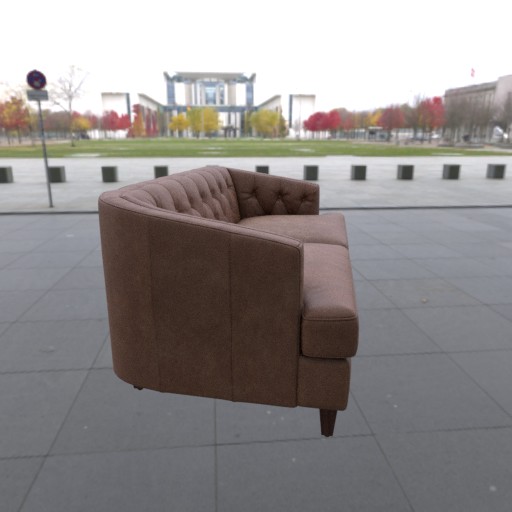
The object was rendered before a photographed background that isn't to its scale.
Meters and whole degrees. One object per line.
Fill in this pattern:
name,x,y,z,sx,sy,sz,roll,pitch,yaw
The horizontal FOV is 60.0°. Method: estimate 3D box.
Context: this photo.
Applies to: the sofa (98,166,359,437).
sofa,0.000,0.000,2.209,0.914,0.786,1.755,3,16,9
